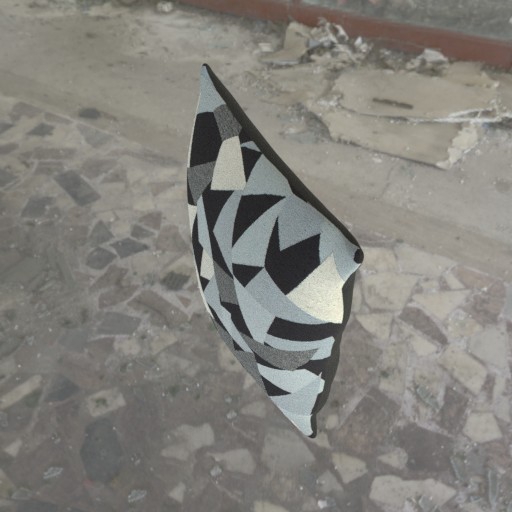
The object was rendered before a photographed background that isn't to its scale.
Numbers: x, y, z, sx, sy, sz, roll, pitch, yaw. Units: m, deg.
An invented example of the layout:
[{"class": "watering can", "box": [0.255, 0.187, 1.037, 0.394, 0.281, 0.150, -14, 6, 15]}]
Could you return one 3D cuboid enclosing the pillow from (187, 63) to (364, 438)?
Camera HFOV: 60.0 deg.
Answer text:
[{"class": "pillow", "box": [0.000, 0.000, 0.785, 0.208, 0.496, 0.503, -18, 49, -16]}]
